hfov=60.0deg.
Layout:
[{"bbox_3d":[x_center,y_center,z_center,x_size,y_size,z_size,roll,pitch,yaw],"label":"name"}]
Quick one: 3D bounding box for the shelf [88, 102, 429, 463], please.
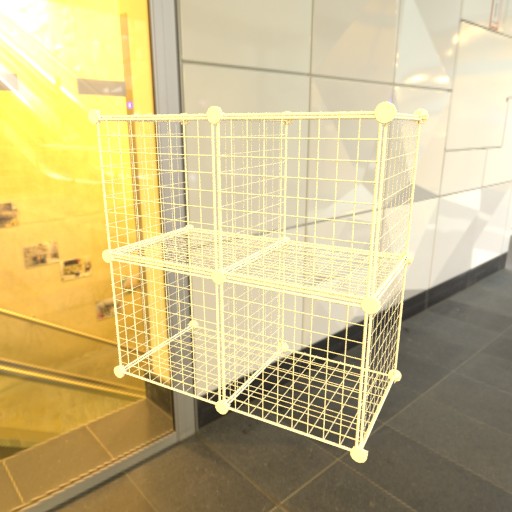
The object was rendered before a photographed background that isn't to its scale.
[{"bbox_3d":[0.000,0.000,1.131,0.711,0.711,0.356,9,18,27],"label":"shelf"}]
